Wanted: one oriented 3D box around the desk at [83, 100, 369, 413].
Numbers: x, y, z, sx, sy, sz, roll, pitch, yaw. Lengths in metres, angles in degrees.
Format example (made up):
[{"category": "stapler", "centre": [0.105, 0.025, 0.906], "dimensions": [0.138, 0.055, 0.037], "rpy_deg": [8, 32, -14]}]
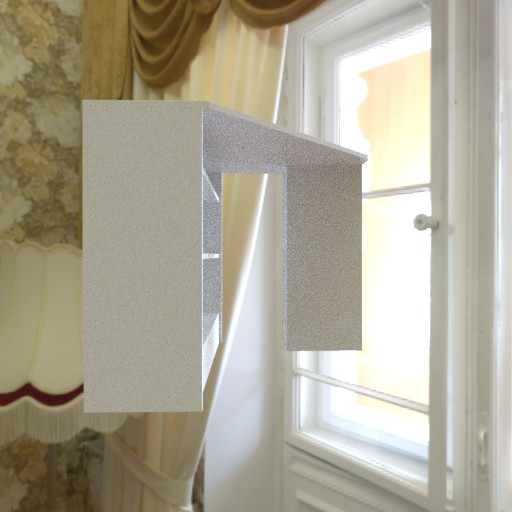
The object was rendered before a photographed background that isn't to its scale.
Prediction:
[{"category": "desk", "centre": [0.000, 0.000, 1.638], "dimensions": [0.926, 0.818, 0.940], "rpy_deg": [0, 0, -1]}]
